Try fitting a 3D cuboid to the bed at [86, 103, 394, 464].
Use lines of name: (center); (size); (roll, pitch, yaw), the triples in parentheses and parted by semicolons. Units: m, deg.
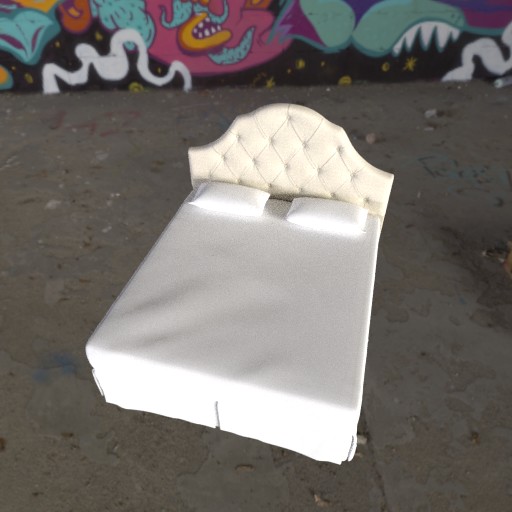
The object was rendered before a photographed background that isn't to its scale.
bed: (0.000, 0.000, 3.537); (2.008, 1.615, 2.214); (10, 42, 11)
